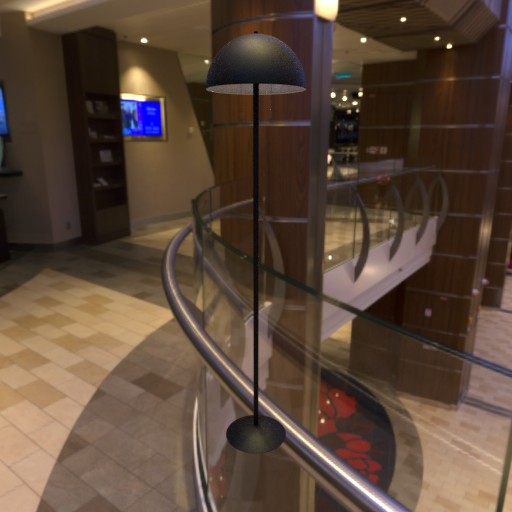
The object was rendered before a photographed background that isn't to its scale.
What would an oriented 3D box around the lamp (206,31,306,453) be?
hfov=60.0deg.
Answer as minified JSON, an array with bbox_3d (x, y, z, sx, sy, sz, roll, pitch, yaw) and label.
[{"bbox_3d":[0.000,0.000,1.602,0.328,1.480,0.328,-2,15,-8],"label":"lamp"}]
